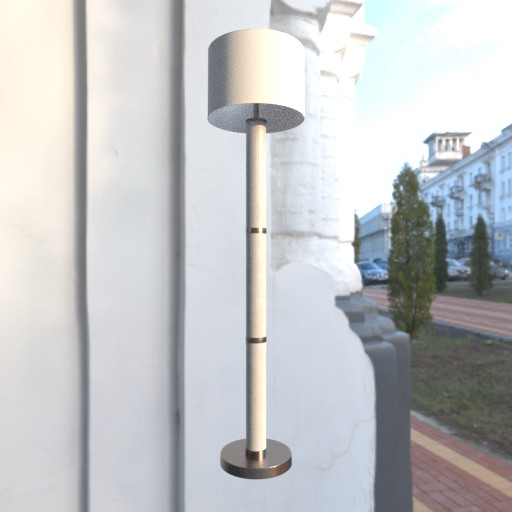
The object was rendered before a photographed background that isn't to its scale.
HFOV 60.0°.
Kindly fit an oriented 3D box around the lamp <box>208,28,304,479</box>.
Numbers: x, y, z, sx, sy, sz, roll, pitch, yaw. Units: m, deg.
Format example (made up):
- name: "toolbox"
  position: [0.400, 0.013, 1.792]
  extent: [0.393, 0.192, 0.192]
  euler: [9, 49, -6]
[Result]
- name: "lamp"
  position: [0.000, 0.000, 1.730]
  extent: [0.377, 1.599, 0.377]
  euler: [0, 0, 0]
